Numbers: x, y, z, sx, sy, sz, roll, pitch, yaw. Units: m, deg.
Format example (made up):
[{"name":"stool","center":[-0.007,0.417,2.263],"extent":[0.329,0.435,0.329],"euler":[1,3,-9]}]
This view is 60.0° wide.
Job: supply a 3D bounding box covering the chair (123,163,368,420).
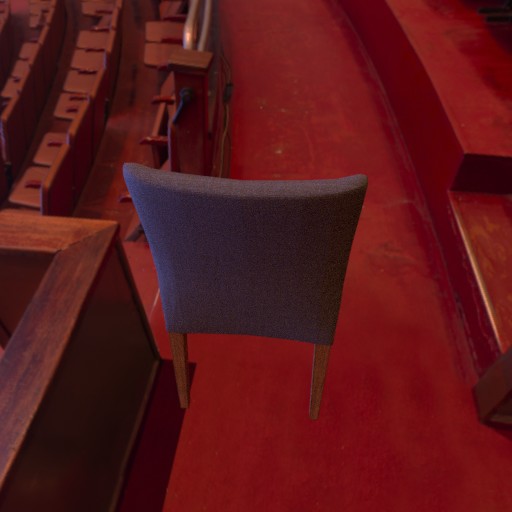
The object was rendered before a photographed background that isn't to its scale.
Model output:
[{"name":"chair","center":[0.000,0.000,1.261],"extent":[0.496,0.940,0.585],"euler":[4,47,4]}]
